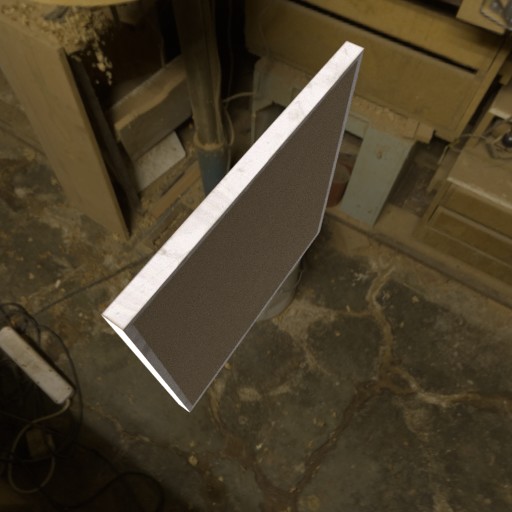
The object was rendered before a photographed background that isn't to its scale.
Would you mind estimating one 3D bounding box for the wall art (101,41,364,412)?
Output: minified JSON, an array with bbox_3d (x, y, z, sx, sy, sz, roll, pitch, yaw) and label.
[{"bbox_3d":[0.000,0.000,0.762,0.029,0.506,0.508,31,66,15],"label":"wall art"}]
